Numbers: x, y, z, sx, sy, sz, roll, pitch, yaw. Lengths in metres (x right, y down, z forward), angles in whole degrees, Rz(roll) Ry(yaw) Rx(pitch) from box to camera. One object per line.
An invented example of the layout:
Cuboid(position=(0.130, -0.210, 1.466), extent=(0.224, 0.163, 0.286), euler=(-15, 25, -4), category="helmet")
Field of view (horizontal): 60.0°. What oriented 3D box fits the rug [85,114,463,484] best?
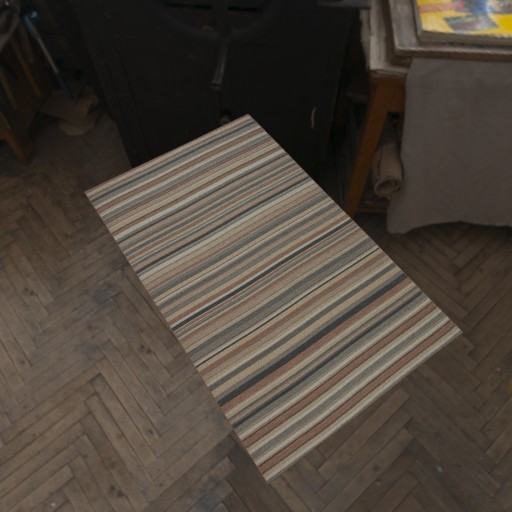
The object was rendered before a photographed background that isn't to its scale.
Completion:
Cuboid(position=(0.000, 0.000, 3.115), extent=(1.523, 0.014, 2.438), euler=(-31, 64, -17), category="rug")
